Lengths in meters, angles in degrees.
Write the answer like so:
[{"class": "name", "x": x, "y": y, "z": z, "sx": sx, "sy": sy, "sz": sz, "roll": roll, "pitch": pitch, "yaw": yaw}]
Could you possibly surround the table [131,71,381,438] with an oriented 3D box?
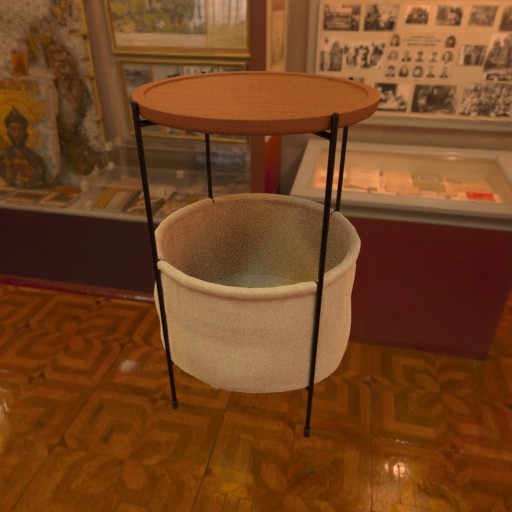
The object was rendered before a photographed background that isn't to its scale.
[{"class": "table", "x": 0.000, "y": 0.000, "z": 0.865, "sx": 0.393, "sy": 0.623, "sz": 0.393, "roll": 7, "pitch": 32, "yaw": 12}]
